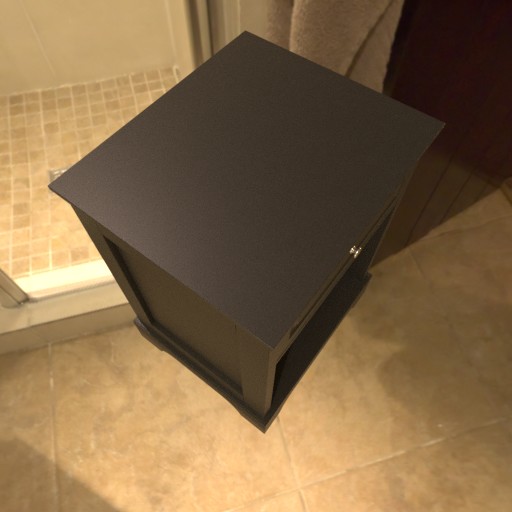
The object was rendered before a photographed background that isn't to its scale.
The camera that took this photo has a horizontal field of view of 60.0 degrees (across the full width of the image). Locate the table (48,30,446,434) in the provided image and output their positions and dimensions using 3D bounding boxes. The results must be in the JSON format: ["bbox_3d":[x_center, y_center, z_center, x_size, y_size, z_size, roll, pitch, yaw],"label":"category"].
[{"bbox_3d":[0.000,0.000,0.925,0.399,0.610,0.460,33,65,18],"label":"table"}]
